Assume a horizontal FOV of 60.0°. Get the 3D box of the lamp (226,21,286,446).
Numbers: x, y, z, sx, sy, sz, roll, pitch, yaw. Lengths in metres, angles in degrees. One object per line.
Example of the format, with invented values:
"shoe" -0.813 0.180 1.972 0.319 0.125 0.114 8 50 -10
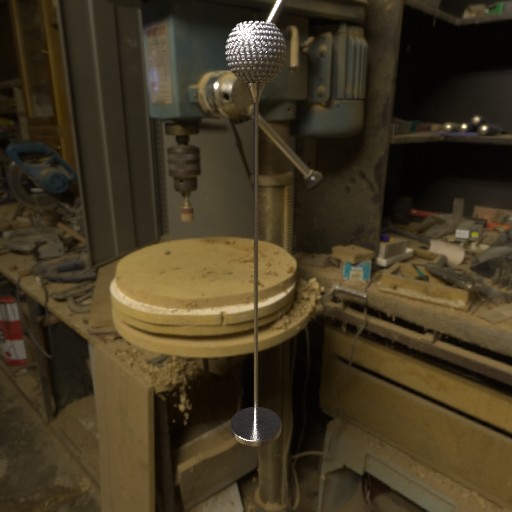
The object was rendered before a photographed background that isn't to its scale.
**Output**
"lamp" 0.000 0.000 1.921 0.254 1.805 0.254 0 18 0
